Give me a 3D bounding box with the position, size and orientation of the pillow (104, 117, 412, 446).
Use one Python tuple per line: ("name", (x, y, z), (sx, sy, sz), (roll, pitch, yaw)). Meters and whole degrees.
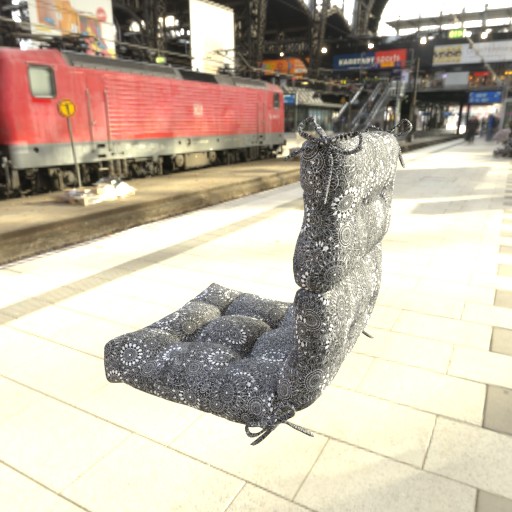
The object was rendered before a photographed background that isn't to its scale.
("pillow", (0.000, 0.000, 1.016), (0.571, 0.605, 0.519), (8, 19, 26))
